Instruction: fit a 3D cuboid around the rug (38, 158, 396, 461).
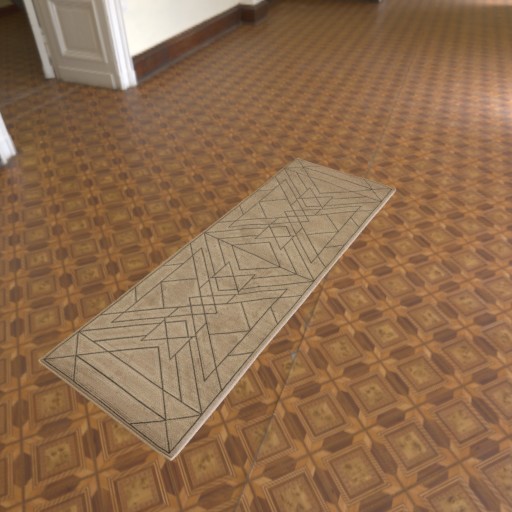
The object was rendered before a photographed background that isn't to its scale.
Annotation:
[{"bbox_3d":[0.000,0.000,2.622,0.831,0.036,2.381,24,46,25],"label":"rug"}]
